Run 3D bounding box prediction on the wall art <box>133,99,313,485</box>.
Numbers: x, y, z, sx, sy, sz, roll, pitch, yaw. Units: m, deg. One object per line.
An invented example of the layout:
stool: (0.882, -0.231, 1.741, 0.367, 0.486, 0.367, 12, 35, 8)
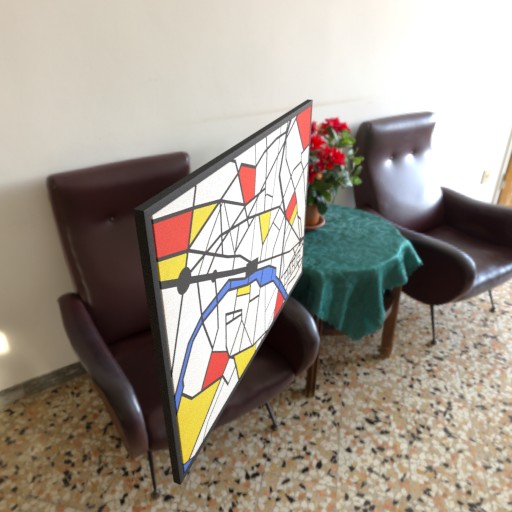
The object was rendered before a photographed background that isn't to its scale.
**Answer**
wall art: (0.000, 0.000, 0.841, 0.013, 0.458, 0.664, 11, 31, 19)
